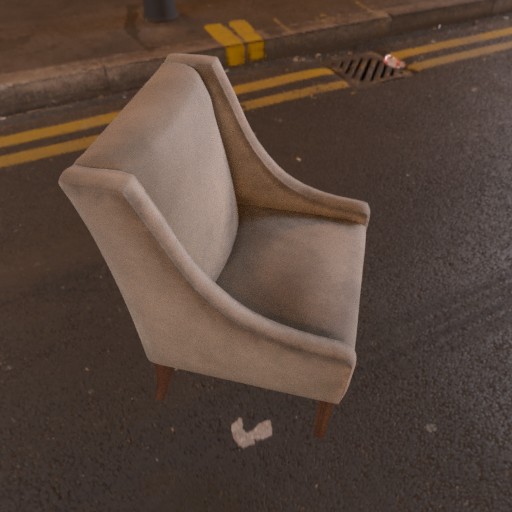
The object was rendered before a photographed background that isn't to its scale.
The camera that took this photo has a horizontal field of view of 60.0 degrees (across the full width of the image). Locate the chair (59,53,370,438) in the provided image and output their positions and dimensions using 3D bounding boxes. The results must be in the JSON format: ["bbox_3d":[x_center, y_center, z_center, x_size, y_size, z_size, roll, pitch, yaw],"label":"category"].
[{"bbox_3d":[0.000,0.000,1.292,0.629,0.895,0.629,10,47,9],"label":"chair"}]
